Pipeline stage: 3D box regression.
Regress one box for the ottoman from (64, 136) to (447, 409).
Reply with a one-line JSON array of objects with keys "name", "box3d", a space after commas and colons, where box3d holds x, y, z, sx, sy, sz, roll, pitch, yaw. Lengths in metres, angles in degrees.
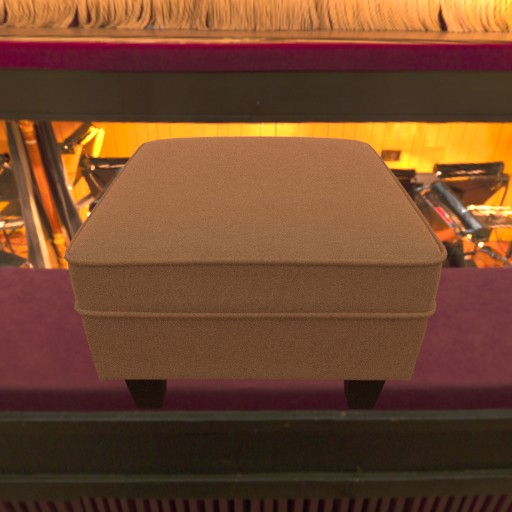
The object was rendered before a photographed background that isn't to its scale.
[{"name": "ottoman", "box3d": [0.000, 0.000, 1.019, 0.616, 0.438, 0.613, 0, 32, 0]}]
